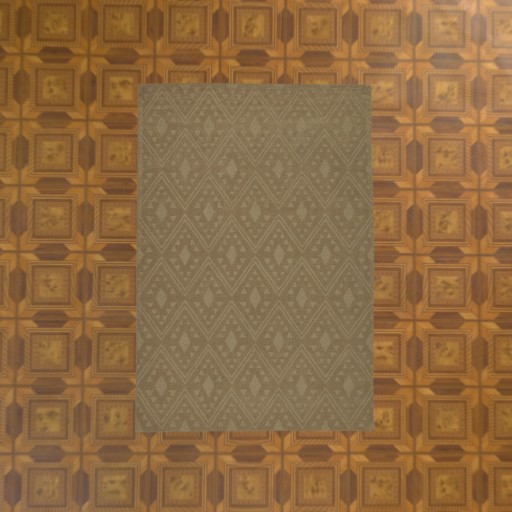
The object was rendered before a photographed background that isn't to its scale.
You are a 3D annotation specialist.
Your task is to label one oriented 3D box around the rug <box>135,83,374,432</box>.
[{"bbox_3d":[0.000,0.000,2.335,1.252,0.034,1.829,0,89,-1],"label":"rug"}]
